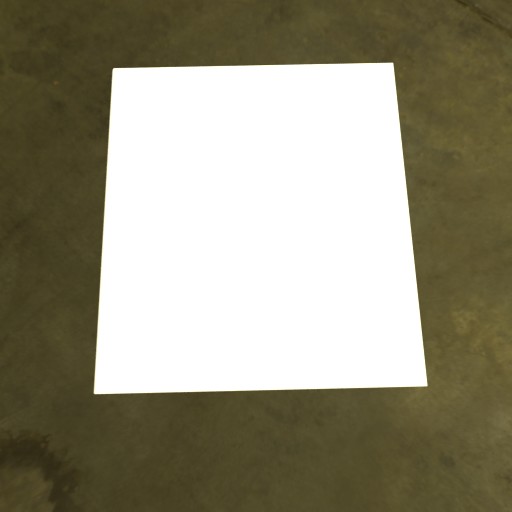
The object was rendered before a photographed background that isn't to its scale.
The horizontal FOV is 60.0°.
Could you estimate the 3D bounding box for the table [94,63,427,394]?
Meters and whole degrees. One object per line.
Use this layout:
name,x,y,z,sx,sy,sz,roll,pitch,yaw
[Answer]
table,0.000,0.000,0.774,0.380,0.460,0.420,-1,77,0
